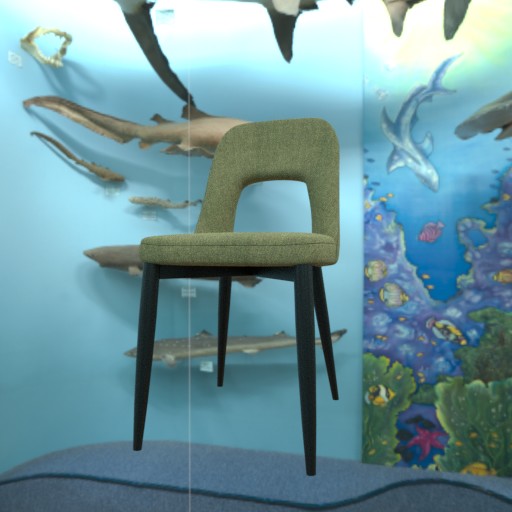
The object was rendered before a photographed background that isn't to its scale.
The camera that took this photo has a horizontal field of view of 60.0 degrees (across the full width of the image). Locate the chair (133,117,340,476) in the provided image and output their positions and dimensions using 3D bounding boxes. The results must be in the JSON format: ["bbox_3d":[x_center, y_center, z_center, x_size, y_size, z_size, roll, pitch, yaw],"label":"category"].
[{"bbox_3d":[0.000,0.000,1.271,0.470,0.931,0.612,0,1,16],"label":"chair"}]
